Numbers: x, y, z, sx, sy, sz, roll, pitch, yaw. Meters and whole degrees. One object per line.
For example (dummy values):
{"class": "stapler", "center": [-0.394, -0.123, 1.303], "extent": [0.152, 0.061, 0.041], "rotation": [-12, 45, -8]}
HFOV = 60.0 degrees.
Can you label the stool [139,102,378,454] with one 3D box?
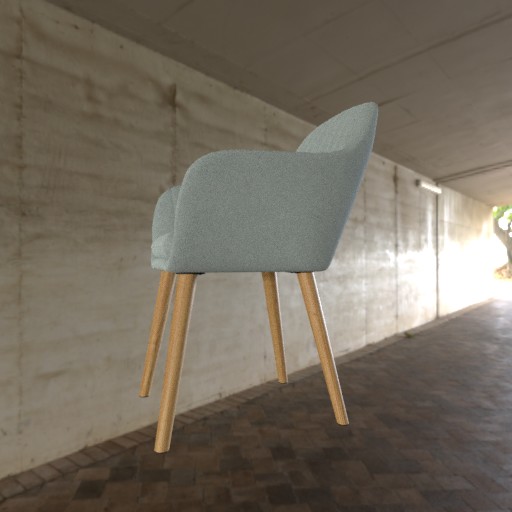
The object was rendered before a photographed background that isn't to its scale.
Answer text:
{"class": "stool", "center": [0.000, 0.000, 1.217], "extent": [0.590, 0.830, 0.503], "rotation": [0, 0, -19]}
